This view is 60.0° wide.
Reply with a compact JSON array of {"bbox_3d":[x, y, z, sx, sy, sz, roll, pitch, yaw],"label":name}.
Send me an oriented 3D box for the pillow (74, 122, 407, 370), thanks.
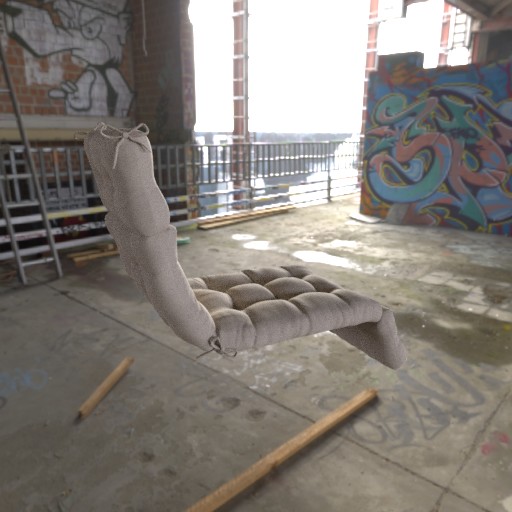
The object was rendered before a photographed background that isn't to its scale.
[{"bbox_3d":[0.000,0.000,1.491,1.016,0.863,0.526,-8,17,-27],"label":"pillow"}]
